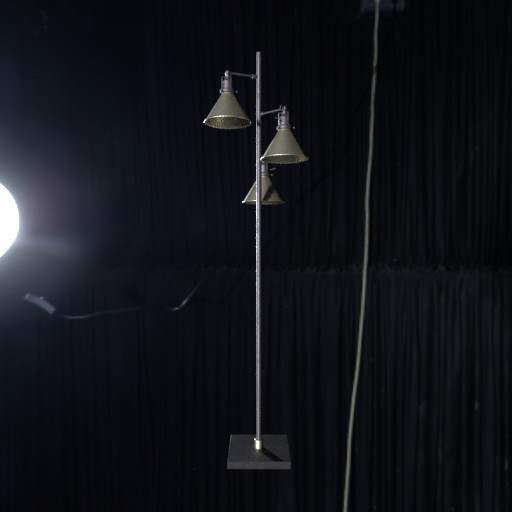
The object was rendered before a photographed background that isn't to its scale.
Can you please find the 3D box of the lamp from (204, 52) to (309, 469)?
[{"bbox_3d":[0.000,0.000,1.916,0.428,1.716,0.415,0,2,0],"label":"lamp"}]
